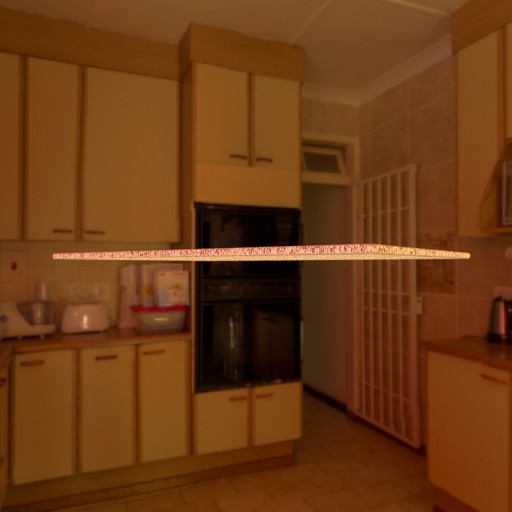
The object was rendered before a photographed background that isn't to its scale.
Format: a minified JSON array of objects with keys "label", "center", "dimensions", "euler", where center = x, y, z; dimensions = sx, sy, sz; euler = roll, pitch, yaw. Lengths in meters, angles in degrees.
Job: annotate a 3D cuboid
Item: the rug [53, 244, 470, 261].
[{"label":"rug","center":[0.000,0.000,2.278],"dimensions":[1.778,0.030,1.219],"euler":[-1,-1,37]}]
